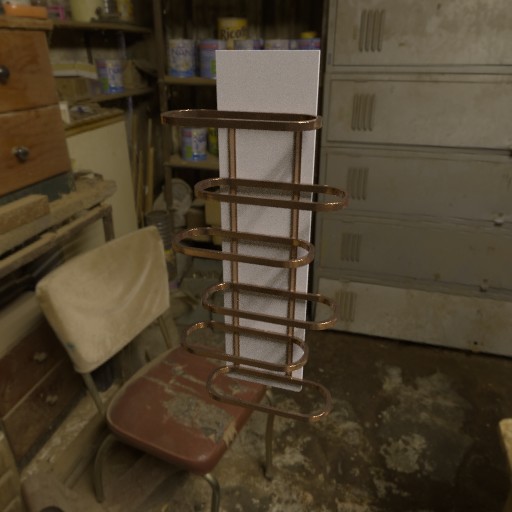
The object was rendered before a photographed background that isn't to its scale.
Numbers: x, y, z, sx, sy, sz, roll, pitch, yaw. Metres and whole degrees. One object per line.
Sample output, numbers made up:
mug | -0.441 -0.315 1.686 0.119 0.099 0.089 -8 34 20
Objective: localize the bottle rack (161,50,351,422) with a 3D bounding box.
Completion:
bottle rack | 0.000 0.000 0.842 0.332 0.709 0.118 8 26 16
